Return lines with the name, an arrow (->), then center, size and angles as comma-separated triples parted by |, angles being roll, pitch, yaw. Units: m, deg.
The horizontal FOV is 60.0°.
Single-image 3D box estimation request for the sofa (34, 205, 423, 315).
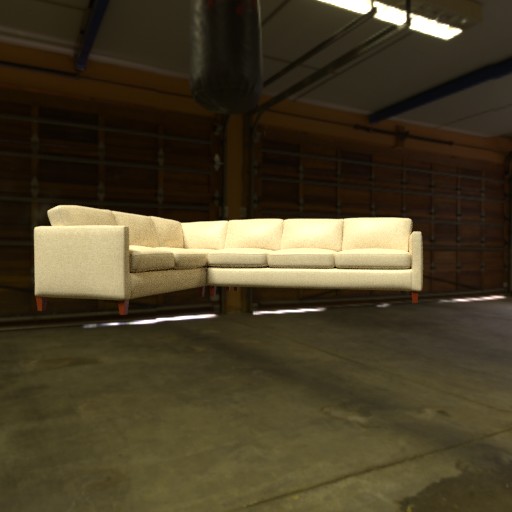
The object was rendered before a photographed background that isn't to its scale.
sofa -> 0.000, 0.000, 4.573 | 3.302, 0.947, 2.593 | 0, 0, 17
